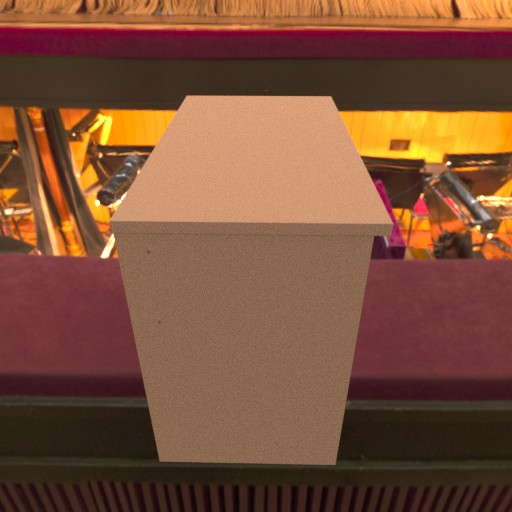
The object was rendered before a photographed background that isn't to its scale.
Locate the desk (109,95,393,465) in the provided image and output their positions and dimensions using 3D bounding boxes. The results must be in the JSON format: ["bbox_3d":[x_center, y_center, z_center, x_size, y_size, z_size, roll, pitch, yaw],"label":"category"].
[{"bbox_3d":[0.000,0.000,1.351,0.498,0.729,0.900,1,33,1],"label":"desk"}]
